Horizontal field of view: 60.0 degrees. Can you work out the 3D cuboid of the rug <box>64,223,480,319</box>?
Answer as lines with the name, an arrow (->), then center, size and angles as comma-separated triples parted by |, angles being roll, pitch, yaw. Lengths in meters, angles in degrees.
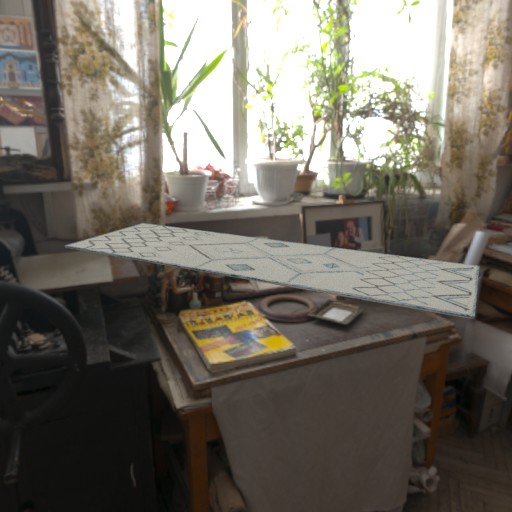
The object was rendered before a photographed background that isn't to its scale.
rug -> 0.000, 0.000, 2.699 | 2.434, 0.013, 0.770 | 8, 19, 26
